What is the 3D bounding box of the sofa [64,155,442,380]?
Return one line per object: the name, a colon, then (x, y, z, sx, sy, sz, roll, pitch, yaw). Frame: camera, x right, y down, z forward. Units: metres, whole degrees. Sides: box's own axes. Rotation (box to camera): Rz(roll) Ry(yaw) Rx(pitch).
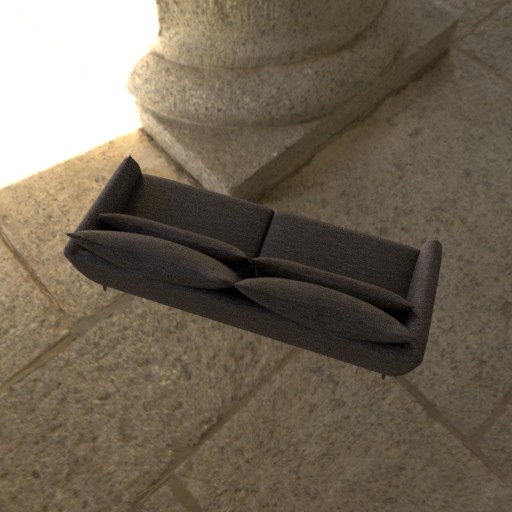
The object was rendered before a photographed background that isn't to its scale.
sofa: (0.000, 0.000, 2.530, 2.019, 0.843, 0.807, 16, 65, 8)
